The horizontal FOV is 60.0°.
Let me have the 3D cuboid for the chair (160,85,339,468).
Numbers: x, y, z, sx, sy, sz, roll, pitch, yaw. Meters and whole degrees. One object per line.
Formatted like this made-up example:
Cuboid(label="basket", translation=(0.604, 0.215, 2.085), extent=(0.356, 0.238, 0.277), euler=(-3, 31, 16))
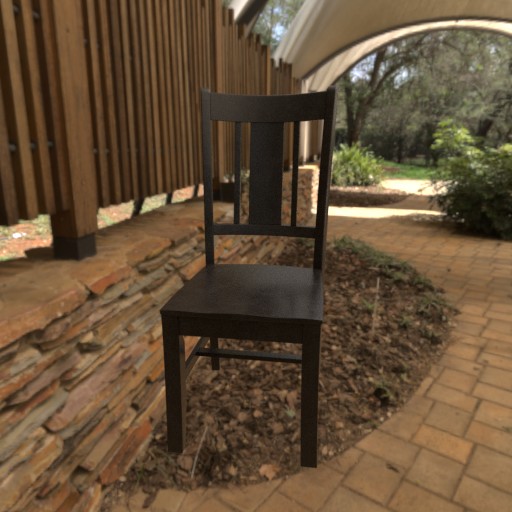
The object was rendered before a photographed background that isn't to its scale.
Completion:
Cuboid(label="chair", translation=(0.000, 0.000, 1.322), extent=(0.450, 0.998, 0.555), euler=(2, 15, 9))
